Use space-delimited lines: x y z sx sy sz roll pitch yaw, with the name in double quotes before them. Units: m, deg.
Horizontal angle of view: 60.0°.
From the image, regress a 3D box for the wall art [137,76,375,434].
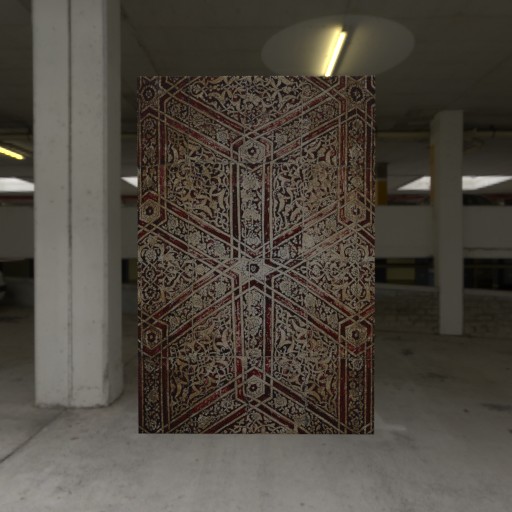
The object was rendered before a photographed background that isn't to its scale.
"wall art" 0.000 0.000 1.134 0.599 0.904 0.030 0 1 1
